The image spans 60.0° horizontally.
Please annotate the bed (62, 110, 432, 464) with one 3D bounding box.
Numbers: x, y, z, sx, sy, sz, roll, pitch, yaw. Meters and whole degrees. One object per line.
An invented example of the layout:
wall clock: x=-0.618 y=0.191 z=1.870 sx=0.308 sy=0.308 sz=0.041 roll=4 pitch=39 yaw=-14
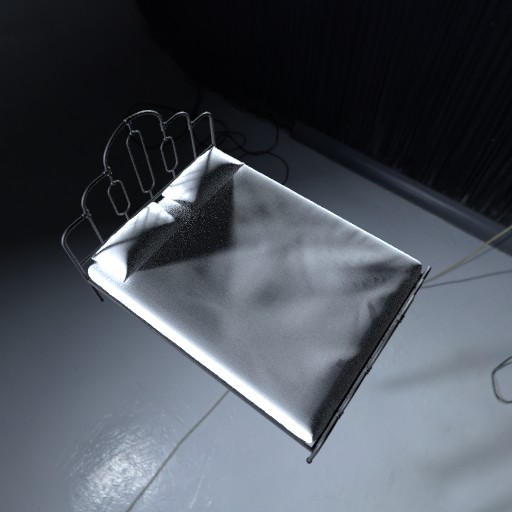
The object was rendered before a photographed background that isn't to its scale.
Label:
bed: x=0.000 y=0.000 z=3.221 sx=2.163 sy=1.429 sz=1.640 roll=32 pitch=63 yaw=18
